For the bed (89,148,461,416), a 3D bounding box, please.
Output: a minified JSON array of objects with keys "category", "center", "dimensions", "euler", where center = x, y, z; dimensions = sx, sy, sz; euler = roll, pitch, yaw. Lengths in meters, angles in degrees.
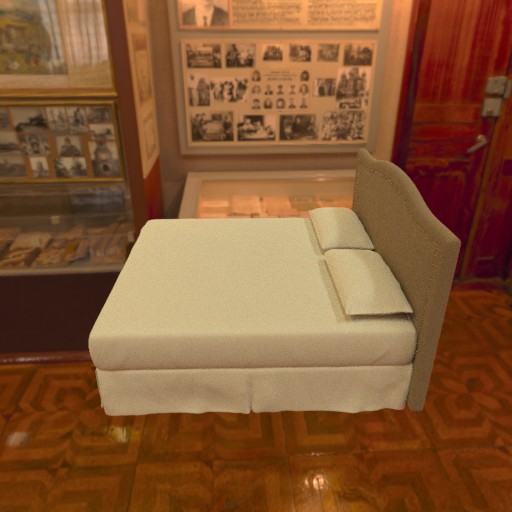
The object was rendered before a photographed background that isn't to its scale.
[{"category":"bed","center":[0.000,0.000,3.554],"dimensions":[2.182,1.421,2.083],"euler":[-1,27,-1]}]
